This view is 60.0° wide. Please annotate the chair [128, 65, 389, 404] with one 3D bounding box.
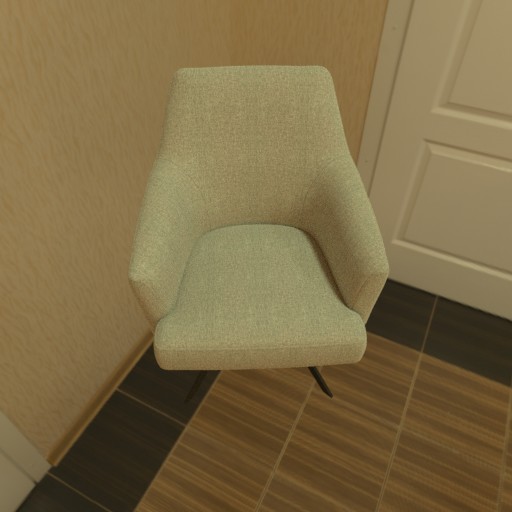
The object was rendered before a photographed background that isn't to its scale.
[{"bbox_3d":[0.000,0.000,1.323,0.642,0.874,0.677,-2,46,-2],"label":"chair"}]
